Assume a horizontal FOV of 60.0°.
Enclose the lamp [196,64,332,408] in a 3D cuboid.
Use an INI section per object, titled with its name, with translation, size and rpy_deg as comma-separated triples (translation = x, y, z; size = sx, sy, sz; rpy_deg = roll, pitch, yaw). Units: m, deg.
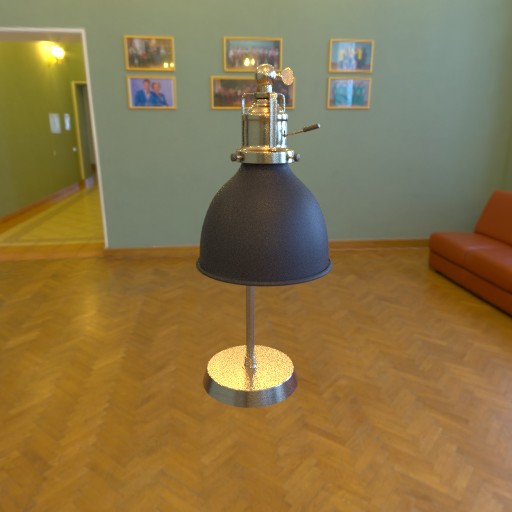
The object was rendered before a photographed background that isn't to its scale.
[lamp]
translation = 0.000, 0.000, 0.589
size = 0.160, 0.456, 0.291
rpy_deg = -2, 17, -8
